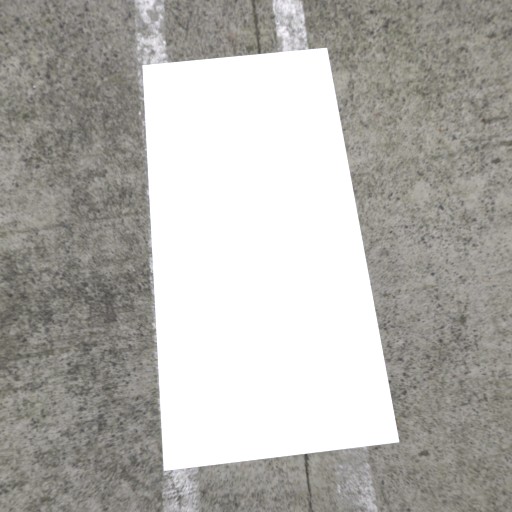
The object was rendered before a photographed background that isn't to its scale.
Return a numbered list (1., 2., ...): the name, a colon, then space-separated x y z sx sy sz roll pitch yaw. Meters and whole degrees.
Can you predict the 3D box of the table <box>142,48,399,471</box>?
1. table: 0.000 0.000 1.274 0.500 0.440 1.000 -6 75 -2
